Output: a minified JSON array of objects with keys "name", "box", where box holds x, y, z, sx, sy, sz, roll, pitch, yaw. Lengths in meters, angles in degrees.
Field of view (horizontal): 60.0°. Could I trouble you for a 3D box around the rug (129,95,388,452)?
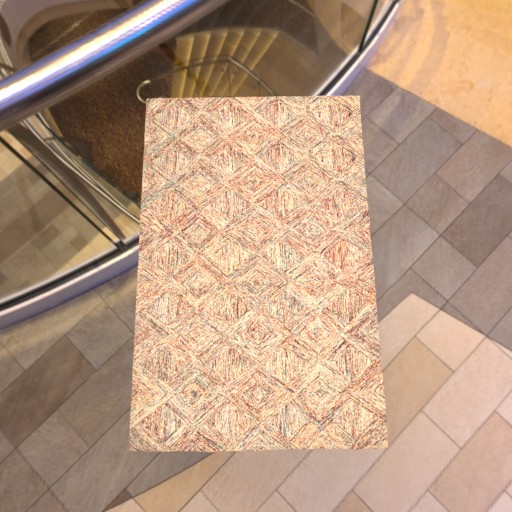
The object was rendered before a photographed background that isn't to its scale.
[{"name":"rug","box":[0.000,0.000,2.154,1.143,0.014,1.761,-1,76,0]}]
